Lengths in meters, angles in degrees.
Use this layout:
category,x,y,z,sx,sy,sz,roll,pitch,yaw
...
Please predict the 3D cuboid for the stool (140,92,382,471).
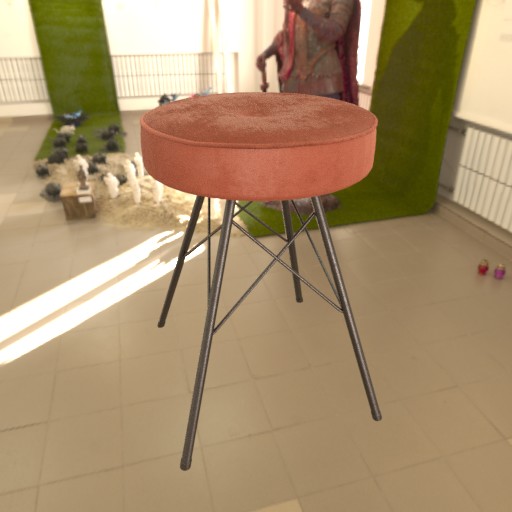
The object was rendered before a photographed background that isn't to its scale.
category,x,y,z,sx,sy,sz,roll,pitch,yaw
stool,0.000,0.000,0.909,0.421,0.593,0.457,-8,30,-14
